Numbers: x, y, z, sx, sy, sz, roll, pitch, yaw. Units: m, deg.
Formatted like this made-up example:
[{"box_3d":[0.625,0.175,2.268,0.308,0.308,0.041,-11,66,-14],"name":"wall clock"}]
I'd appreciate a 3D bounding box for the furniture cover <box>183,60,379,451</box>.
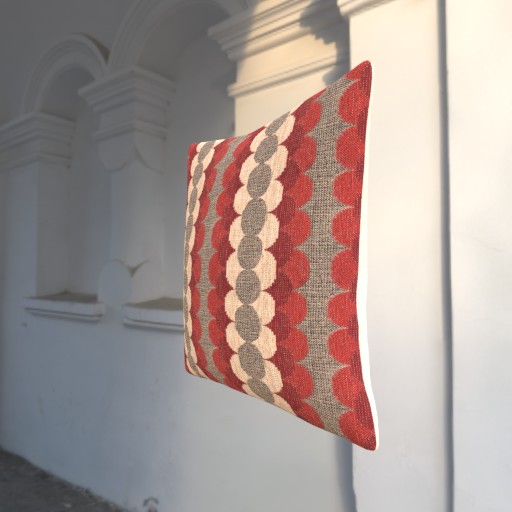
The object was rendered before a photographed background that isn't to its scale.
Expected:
[{"box_3d":[0.000,0.000,0.643,0.145,0.420,0.435,1,-2,-35],"name":"furniture cover"}]
